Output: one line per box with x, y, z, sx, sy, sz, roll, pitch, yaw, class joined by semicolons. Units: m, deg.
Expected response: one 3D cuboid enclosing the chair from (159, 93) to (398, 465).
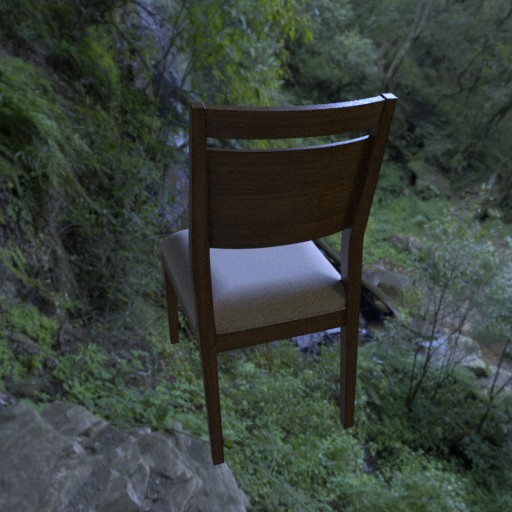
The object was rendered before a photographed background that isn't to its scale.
0.000;0.000;1.289;0.497;0.939;0.610;-9;28;-16;chair
